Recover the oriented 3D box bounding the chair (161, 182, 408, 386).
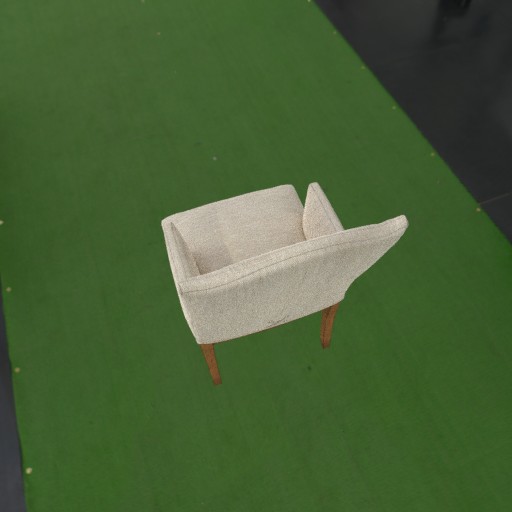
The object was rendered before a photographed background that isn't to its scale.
[{"bbox_3d":[0.000,0.000,1.413,0.533,1.016,0.641,-16,61,-10],"label":"chair"}]
